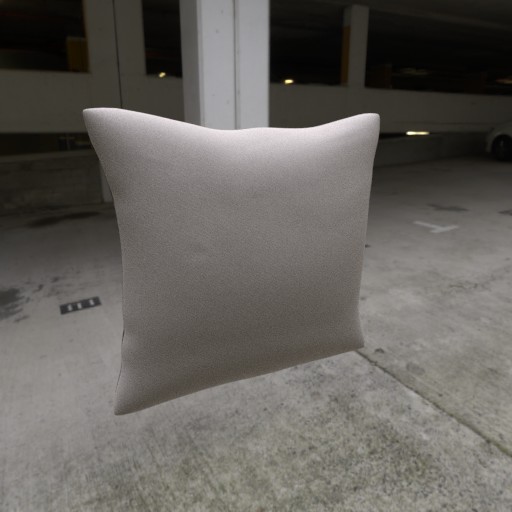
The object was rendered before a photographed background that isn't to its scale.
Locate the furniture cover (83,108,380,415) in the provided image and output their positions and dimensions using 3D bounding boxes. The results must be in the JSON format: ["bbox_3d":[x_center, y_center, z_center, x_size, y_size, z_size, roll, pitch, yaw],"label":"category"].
[{"bbox_3d":[0.000,0.000,0.817,0.552,0.509,0.193,-8,18,-26],"label":"furniture cover"}]
